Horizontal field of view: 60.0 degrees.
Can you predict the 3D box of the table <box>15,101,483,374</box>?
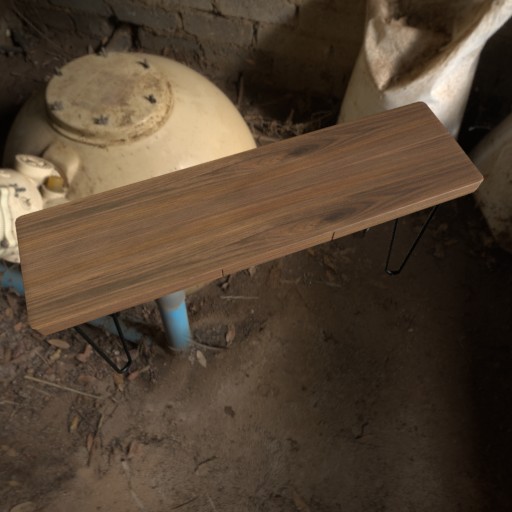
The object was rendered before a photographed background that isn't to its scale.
[{"bbox_3d":[0.000,0.000,1.884,1.570,0.834,0.425,-18,63,-10],"label":"table"}]
